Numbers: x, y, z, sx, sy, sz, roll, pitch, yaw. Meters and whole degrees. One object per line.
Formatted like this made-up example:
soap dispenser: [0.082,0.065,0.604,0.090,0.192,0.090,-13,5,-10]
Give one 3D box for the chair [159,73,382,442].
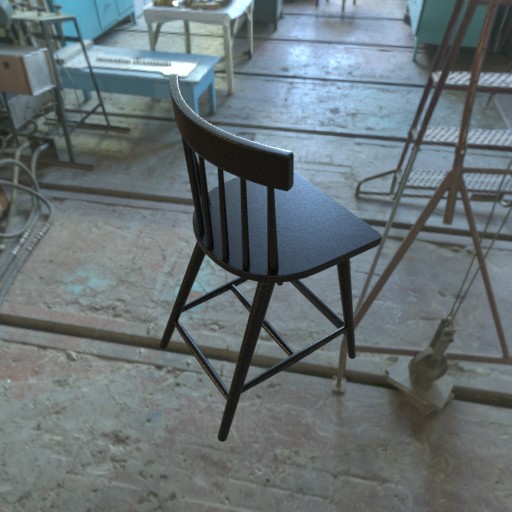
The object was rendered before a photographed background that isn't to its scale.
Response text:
chair: [0.000,0.000,1.301,0.572,0.952,0.483,-25,49,-24]
